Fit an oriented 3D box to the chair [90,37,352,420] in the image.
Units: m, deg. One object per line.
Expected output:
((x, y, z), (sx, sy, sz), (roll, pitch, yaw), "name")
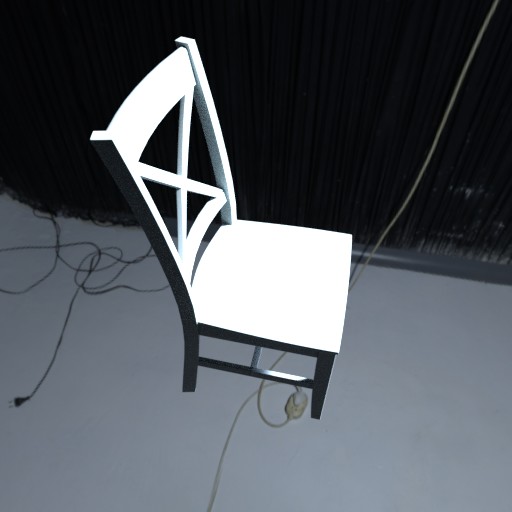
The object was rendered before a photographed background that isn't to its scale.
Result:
((0.000, 0.000, 1.266), (0.542, 0.983, 0.485), (9, 47, 9), "chair")
